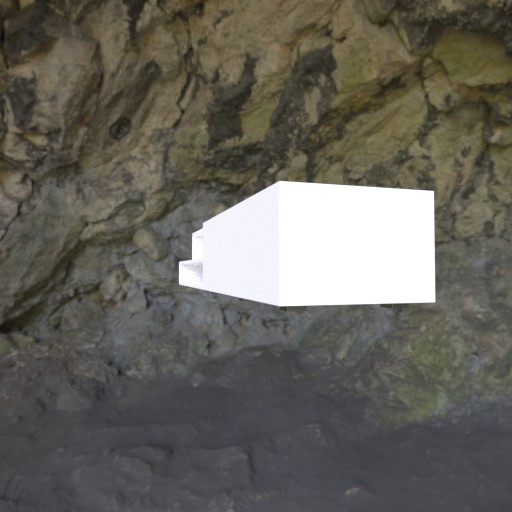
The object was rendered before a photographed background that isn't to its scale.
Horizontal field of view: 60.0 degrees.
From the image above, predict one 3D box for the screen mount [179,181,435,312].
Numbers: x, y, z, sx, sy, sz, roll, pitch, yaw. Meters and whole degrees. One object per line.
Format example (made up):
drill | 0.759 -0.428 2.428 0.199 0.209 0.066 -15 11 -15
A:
screen mount | 0.000 0.000 1.861 0.420 0.320 1.680 1 -2 -17
